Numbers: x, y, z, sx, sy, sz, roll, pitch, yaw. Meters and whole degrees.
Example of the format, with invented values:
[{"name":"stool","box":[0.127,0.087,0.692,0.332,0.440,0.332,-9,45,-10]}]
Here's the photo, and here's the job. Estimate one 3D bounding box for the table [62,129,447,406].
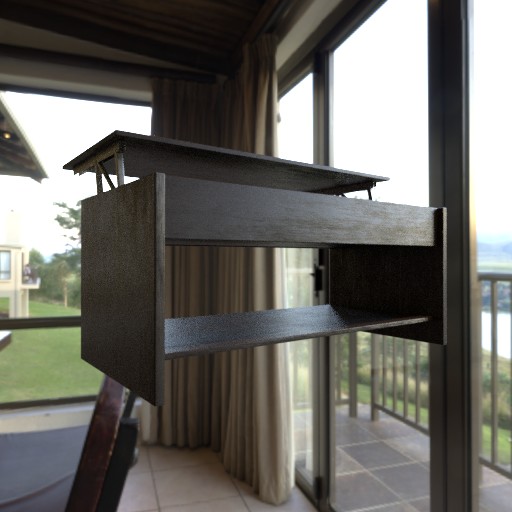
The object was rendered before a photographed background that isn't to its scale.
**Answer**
[{"name":"table","box":[0.000,0.000,1.412,1.000,0.570,0.712,0,0,-37]}]
